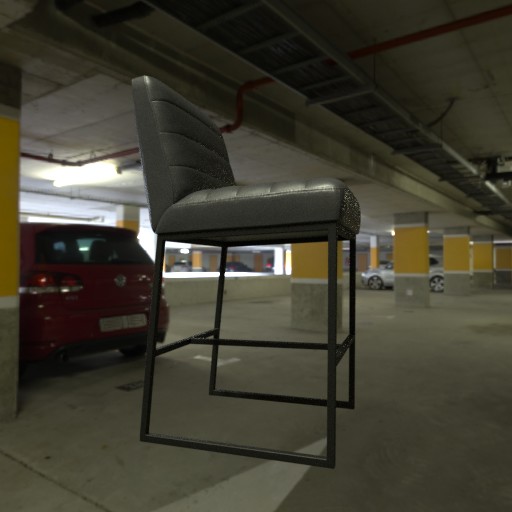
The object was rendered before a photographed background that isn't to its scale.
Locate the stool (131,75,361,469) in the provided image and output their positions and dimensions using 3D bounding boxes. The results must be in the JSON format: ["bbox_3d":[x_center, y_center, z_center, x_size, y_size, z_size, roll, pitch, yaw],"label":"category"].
[{"bbox_3d":[0.000,0.000,1.257,0.552,0.938,0.457,0,-1,18],"label":"stool"}]
